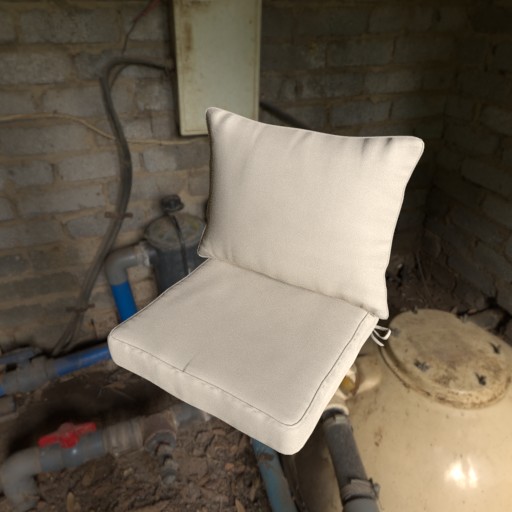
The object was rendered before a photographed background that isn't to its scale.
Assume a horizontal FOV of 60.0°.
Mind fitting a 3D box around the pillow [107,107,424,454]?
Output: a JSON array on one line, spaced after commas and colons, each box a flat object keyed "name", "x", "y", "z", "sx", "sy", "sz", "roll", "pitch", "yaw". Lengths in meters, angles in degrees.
[{"name": "pillow", "x": 0.000, "y": 0.000, "z": 1.384, "sx": 0.798, "sy": 0.716, "sz": 0.733, "roll": 18, "pitch": 36, "yaw": 27}]
